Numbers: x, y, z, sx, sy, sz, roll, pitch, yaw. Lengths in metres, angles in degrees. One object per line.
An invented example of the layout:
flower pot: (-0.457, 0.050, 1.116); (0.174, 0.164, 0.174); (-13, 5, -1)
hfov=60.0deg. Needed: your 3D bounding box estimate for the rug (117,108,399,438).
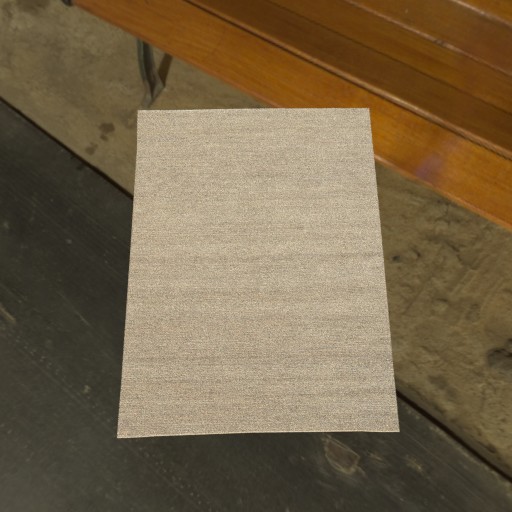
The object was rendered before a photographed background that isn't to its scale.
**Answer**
rug: (0.000, 0.000, 4.782); (2.757, 0.051, 3.626); (-1, 75, 0)
